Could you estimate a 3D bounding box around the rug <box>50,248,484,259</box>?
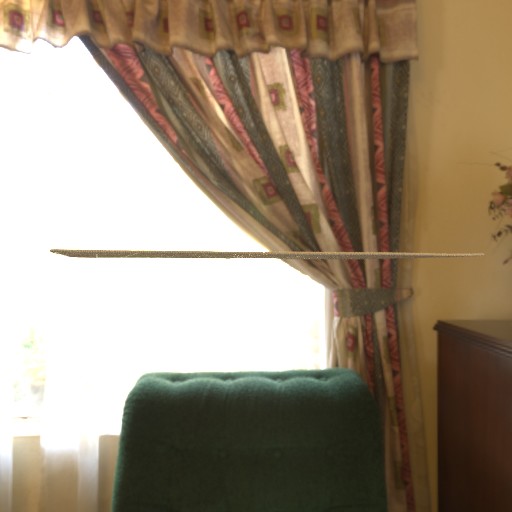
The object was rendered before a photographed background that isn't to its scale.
[{"bbox_3d":[0.000,0.000,3.065,2.459,0.023,1.575,0,-1,-20],"label":"rug"}]
